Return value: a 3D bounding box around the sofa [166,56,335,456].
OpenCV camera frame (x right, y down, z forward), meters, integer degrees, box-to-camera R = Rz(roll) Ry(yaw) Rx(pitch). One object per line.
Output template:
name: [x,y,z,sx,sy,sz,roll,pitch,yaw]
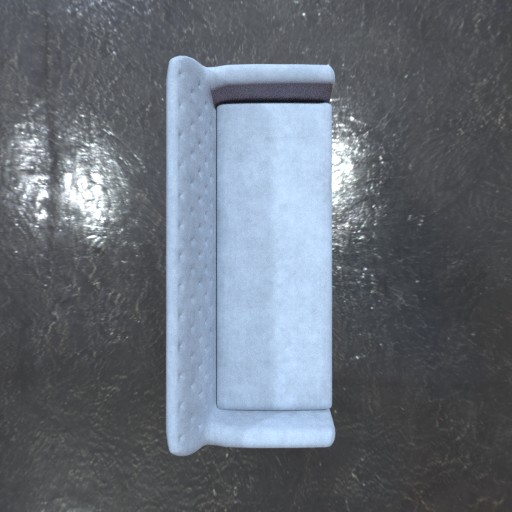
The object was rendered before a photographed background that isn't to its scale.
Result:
sofa: [0.000,0.000,2.423,0.830,0.830,1.970,0,90,0]
